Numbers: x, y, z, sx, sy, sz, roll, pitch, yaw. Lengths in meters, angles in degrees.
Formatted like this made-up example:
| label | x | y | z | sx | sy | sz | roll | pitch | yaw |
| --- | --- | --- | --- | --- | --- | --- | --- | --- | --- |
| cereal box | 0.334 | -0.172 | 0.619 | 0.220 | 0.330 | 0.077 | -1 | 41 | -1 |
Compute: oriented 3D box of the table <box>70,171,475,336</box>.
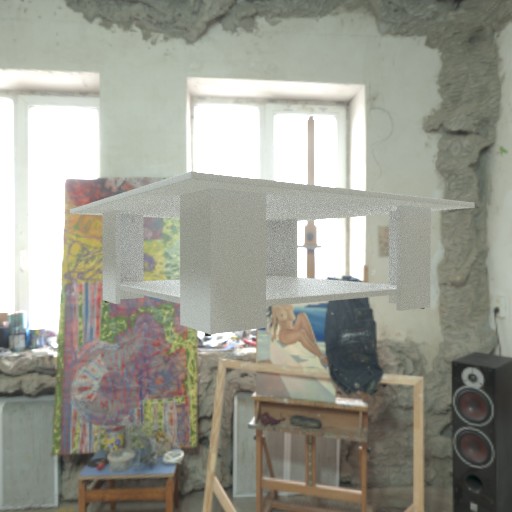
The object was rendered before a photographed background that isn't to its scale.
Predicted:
| label | x | y | z | sx | sy | sz | roll | pitch | yaw |
| --- | --- | --- | --- | --- | --- | --- | --- | --- | --- |
| table | 0.000 | 0.000 | 1.367 | 0.890 | 0.305 | 0.890 | -1 | 1 | -35 |
